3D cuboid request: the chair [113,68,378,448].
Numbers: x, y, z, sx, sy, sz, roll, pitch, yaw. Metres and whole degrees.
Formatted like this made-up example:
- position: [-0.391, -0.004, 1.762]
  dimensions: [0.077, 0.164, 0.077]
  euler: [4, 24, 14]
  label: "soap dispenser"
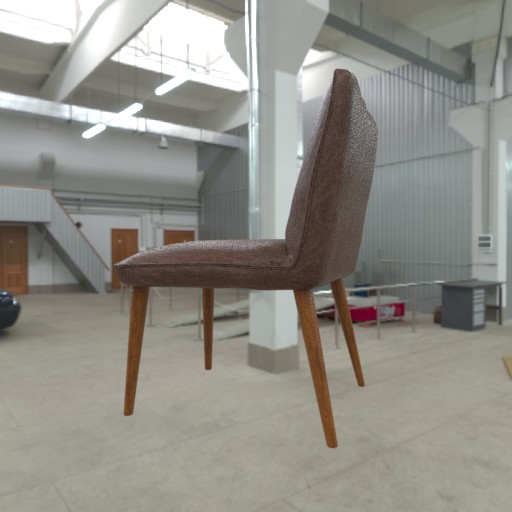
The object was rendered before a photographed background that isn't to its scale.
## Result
- position: [0.000, 0.000, 1.236]
  dimensions: [0.645, 0.803, 0.543]
  euler: [0, 1, 17]
  label: "chair"
